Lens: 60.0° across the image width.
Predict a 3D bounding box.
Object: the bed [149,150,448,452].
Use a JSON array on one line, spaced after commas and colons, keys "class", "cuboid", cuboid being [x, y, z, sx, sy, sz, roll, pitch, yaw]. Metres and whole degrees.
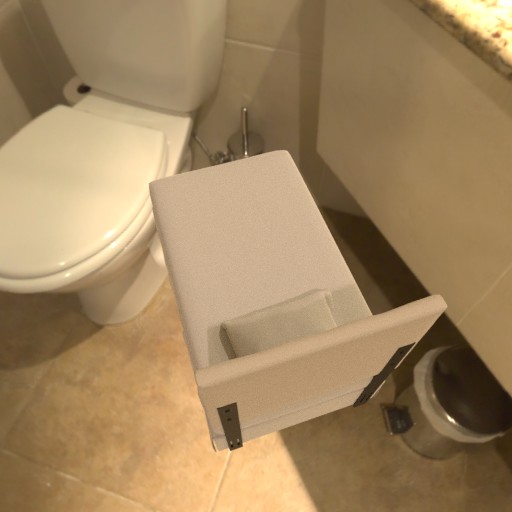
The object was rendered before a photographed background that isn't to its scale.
[{"class": "bed", "cuboid": [0.000, 0.000, 2.994, 1.261, 1.571, 1.997, -16, 59, -10]}]
